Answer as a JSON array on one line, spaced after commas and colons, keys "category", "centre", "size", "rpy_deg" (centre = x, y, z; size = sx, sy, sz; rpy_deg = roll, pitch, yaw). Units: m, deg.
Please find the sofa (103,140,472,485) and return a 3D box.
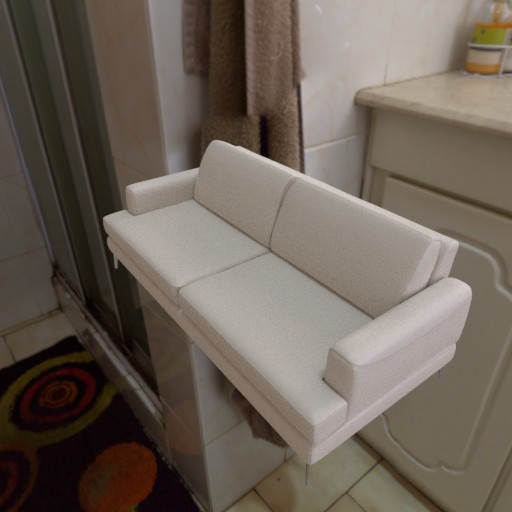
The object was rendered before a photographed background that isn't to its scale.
[{"category": "sofa", "centre": [0.000, 0.000, 2.350], "size": [0.974, 0.765, 1.940], "rpy_deg": [-22, 38, -31]}]
